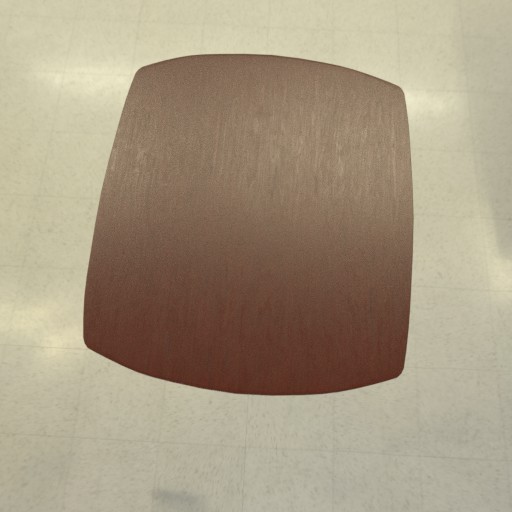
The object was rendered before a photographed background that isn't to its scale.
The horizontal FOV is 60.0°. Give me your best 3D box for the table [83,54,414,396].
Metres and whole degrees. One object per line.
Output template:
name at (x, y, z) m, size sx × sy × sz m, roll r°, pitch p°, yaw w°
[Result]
table at (0.000, 0.000, 0.848) m, size 0.433 × 0.496 × 0.502 m, roll 5°, pitch 73°, yaw 2°
